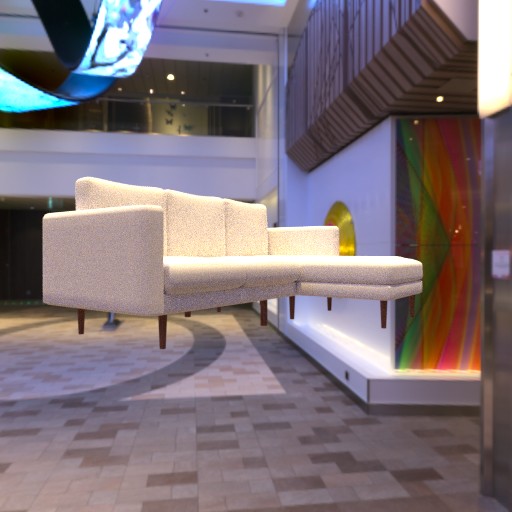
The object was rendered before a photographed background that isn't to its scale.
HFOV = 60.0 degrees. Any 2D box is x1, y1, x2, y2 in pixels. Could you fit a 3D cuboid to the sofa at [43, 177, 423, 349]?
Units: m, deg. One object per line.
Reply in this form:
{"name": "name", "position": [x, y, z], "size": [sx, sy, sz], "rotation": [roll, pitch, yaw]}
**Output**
{"name": "sofa", "position": [0.000, 0.000, 2.886], "size": [1.580, 0.899, 2.029], "rotation": [0, 0, 36]}
